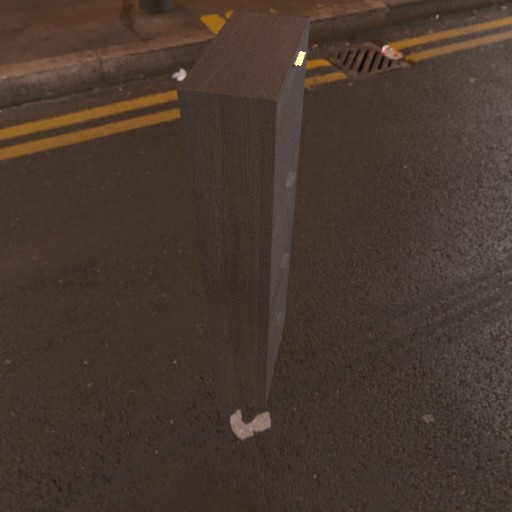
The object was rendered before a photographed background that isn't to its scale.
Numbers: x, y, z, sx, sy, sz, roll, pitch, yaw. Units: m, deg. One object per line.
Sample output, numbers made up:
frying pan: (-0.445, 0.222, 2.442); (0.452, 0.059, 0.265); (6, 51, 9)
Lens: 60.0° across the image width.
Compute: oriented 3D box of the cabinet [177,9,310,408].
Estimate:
cabinet: (0.000, 0.000, 1.774); (0.255, 1.630, 0.520); (10, 48, 9)
